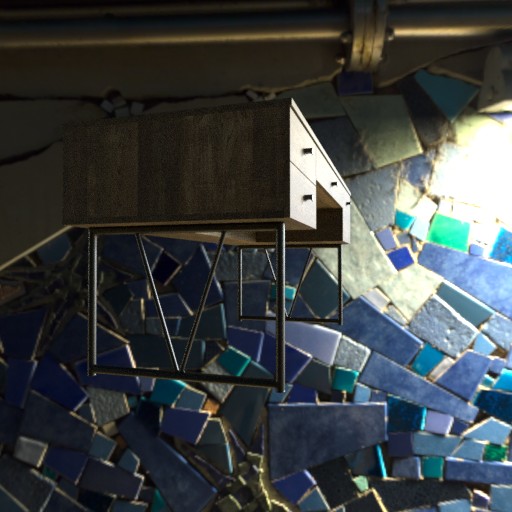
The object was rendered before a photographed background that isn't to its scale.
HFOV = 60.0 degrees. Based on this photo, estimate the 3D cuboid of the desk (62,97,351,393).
[{"bbox_3d":[0.000,0.000,1.992,0.730,0.780,1.600,0,-1,17],"label":"desk"}]
